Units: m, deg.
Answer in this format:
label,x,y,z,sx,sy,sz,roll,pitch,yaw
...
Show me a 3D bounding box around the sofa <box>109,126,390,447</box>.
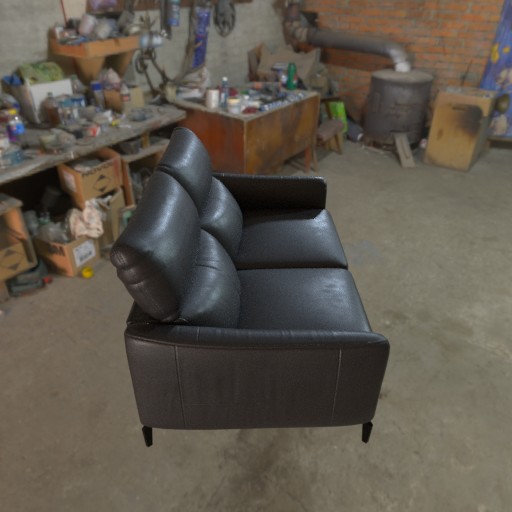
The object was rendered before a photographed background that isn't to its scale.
label,x,y,z,sx,sy,sz,roll,pitch,yaw
sofa,0.000,0.000,2.191,0.958,0.920,1.596,0,31,-1
